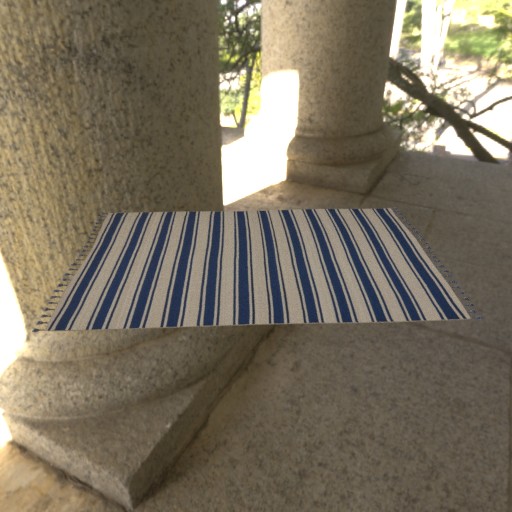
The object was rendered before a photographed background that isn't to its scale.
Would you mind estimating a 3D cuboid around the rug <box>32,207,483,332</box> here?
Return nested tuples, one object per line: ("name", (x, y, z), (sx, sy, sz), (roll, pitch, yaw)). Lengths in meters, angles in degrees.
("rug", (0.000, 0.000, 2.574), (2.108, 0.009, 1.248), (-1, 31, -2))
